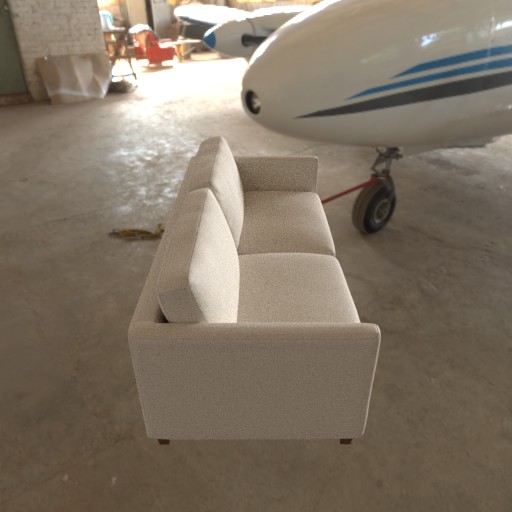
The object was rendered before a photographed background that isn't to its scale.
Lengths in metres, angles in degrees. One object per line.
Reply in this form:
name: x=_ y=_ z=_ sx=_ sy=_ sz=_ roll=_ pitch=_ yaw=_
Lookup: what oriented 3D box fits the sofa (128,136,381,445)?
sofa: x=0.000 y=0.000 z=2.555 sx=0.965 sy=0.889 sz=1.981 roll=0 pitch=32 yaw=0
